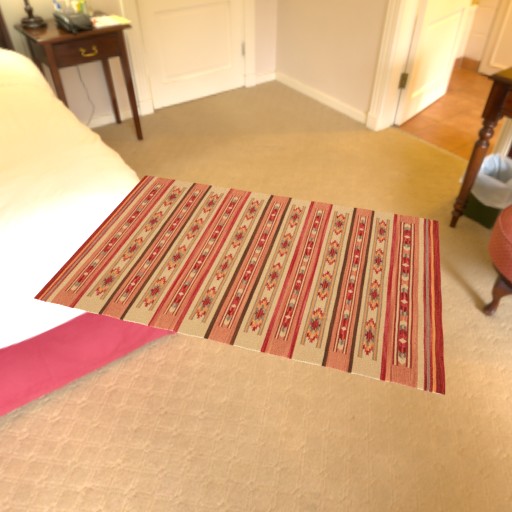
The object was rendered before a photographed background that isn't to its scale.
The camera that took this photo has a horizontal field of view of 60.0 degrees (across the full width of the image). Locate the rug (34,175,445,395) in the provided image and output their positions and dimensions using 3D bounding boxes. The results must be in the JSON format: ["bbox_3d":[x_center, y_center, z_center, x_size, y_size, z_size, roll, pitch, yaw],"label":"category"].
[{"bbox_3d":[0.000,0.000,3.046,2.431,0.010,1.535,11,42,12],"label":"rug"}]
